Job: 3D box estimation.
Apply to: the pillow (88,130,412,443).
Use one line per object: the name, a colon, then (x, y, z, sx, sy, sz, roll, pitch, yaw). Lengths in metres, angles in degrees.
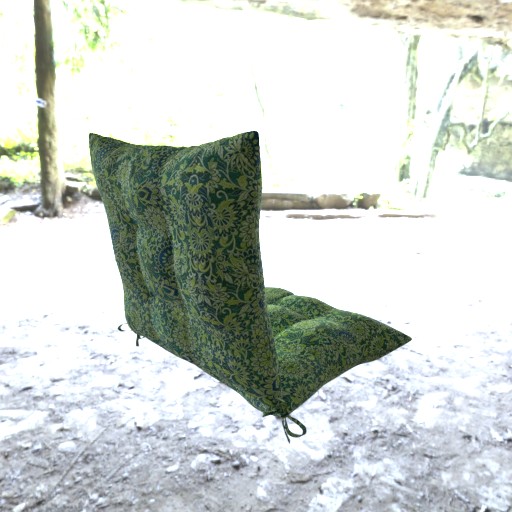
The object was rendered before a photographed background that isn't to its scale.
pillow: (0.000, 0.000, 0.997, 0.585, 0.536, 0.541, -14, 20, -43)
